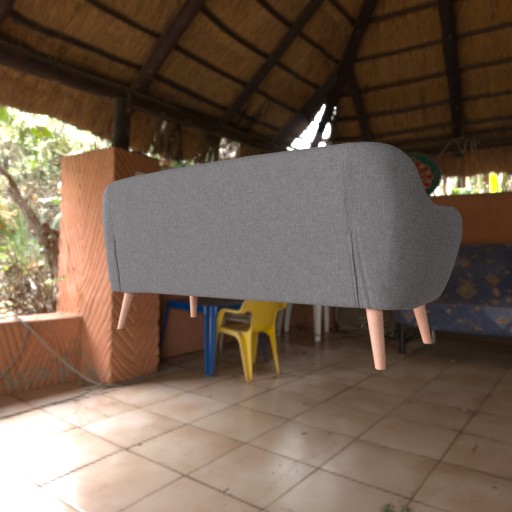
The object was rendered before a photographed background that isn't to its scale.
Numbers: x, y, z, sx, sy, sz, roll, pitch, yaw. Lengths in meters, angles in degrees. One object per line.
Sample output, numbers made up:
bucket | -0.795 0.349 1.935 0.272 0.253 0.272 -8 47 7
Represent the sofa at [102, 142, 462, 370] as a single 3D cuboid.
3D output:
sofa | 0.000 0.000 2.264 1.840 0.820 0.820 0 0 36
